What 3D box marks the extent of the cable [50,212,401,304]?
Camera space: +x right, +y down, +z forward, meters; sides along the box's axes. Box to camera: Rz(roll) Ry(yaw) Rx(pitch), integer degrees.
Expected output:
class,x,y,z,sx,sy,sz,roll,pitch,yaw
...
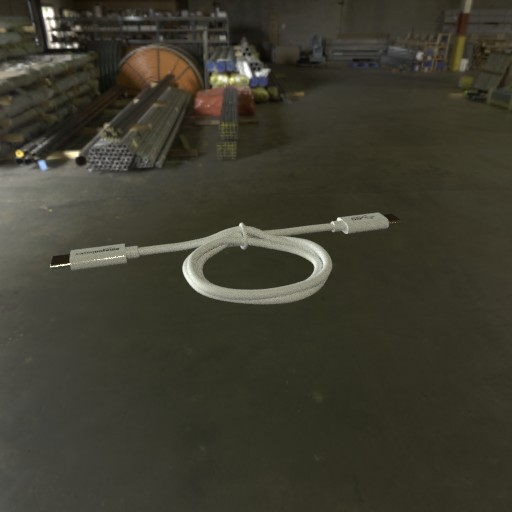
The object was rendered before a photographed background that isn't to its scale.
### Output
class,x,y,z,sx,sy,sz,roll,pitch,yaw
cable,0.000,0.000,0.210,0.186,0.014,0.070,-8,29,-15
